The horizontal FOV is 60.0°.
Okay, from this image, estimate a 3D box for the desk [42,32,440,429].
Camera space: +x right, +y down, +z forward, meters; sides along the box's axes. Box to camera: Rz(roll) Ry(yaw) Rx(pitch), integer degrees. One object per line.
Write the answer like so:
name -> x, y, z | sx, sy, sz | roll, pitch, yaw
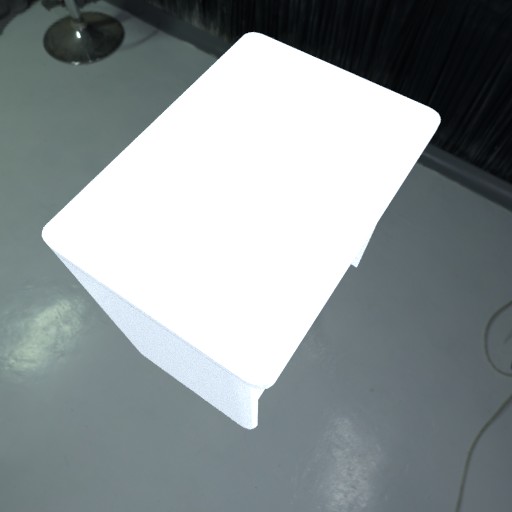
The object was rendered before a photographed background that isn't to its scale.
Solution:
desk -> 0.000, 0.000, 1.309 | 0.549, 0.800, 0.762 | 31, 67, 15
